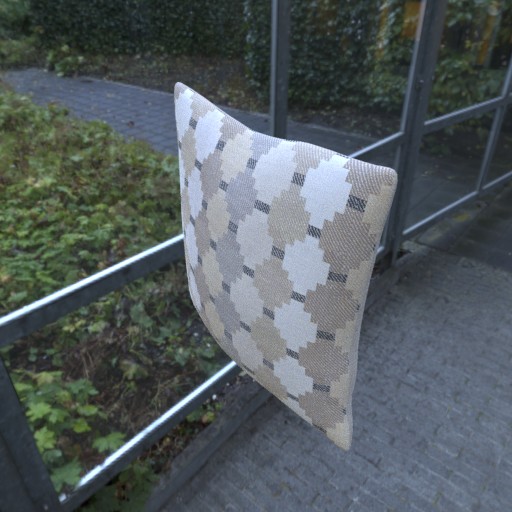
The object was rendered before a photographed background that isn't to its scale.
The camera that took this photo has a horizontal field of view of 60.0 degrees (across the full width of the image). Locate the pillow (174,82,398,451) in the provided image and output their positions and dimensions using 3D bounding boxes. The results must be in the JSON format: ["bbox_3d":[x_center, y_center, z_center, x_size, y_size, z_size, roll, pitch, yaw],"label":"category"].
[{"bbox_3d":[0.000,0.000,0.861,0.192,0.558,0.578,-21,38,-30],"label":"pillow"}]
